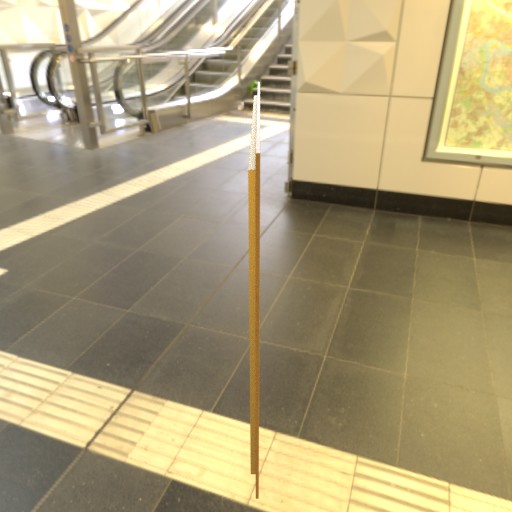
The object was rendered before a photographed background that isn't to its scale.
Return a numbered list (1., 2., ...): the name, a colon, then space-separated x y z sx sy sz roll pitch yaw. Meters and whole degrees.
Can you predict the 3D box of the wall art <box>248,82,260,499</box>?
1. wall art: 0.000 0.000 1.627 0.025 1.067 1.168 0 28 0
